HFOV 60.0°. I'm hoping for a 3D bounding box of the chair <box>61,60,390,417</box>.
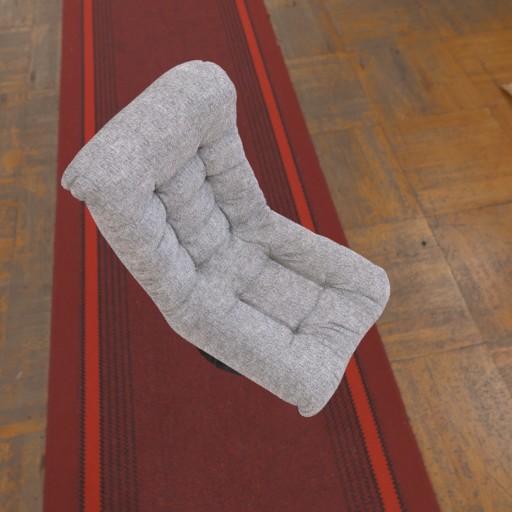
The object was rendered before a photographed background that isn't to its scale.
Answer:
[{"bbox_3d":[0.000,0.000,0.978,0.583,0.600,0.400,30,63,17],"label":"chair"}]
